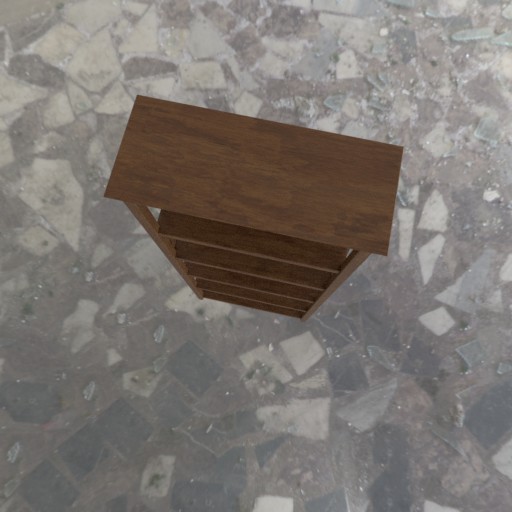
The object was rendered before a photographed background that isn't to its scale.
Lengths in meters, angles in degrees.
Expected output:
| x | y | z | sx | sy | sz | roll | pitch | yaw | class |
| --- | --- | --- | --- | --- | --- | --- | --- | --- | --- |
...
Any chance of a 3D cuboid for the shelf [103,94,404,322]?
| x | y | z | sx | sy | sz | roll | pitch | yaw | class |
| --- | --- | --- | --- | --- | --- | --- | --- | --- | --- |
| 0.000 | 0.000 | 2.183 | 0.805 | 1.905 | 0.335 | 12 | 76 | 3 | shelf |
